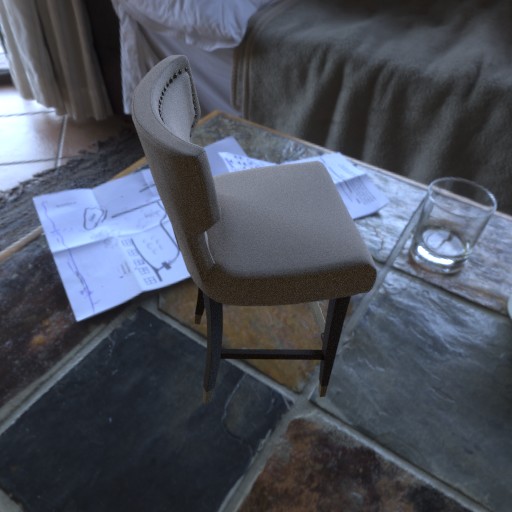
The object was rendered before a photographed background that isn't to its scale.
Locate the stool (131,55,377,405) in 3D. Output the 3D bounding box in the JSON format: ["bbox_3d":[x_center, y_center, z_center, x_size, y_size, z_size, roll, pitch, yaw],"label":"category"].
[{"bbox_3d":[0.000,0.000,1.397,0.563,1.092,0.526,-8,46,-7],"label":"stool"}]
